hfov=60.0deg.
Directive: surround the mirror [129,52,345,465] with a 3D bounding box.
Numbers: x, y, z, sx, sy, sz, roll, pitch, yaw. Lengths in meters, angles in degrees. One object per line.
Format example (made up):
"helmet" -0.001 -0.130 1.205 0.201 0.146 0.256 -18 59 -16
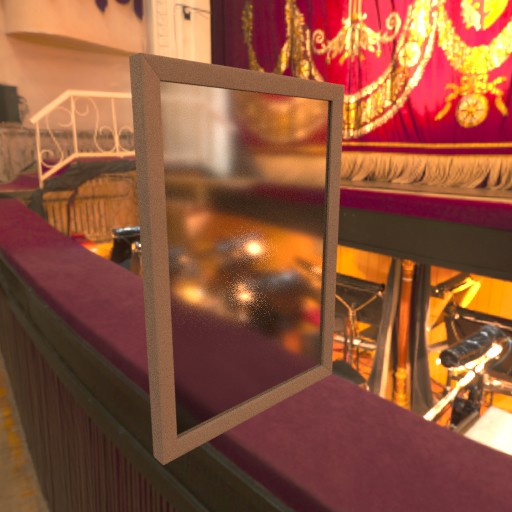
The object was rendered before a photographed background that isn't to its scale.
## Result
"mirror" 0.000 0.000 0.922 0.507 0.710 0.040 -12 18 -42
